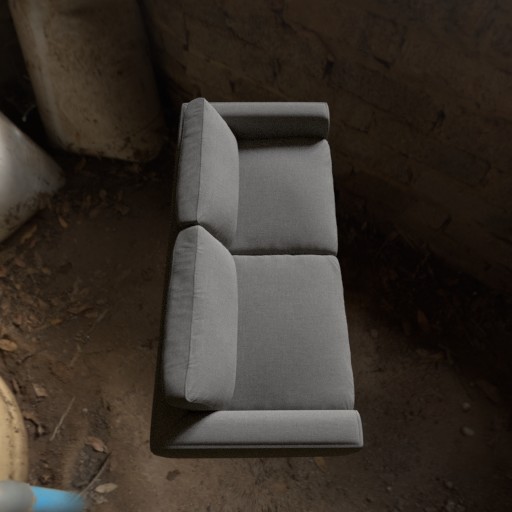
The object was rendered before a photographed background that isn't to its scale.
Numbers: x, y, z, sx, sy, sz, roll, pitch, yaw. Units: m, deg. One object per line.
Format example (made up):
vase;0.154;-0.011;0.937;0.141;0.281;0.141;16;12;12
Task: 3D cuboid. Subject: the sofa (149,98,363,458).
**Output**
sofa;0.000;0.000;2.746;1.070;0.801;2.262;0;64;0
